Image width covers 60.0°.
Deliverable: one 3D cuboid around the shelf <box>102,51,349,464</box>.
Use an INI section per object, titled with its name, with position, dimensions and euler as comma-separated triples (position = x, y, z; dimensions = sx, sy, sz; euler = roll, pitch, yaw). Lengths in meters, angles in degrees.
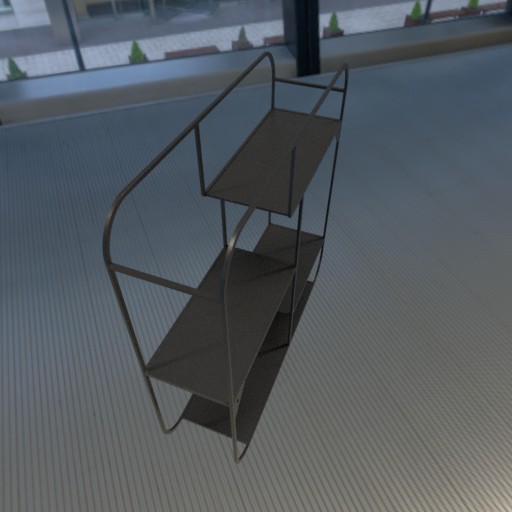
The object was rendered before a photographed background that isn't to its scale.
[shelf]
position = 0.000, 0.000, 0.882
dimensions = 0.160, 0.600, 0.600
euler = 16, 47, 15
